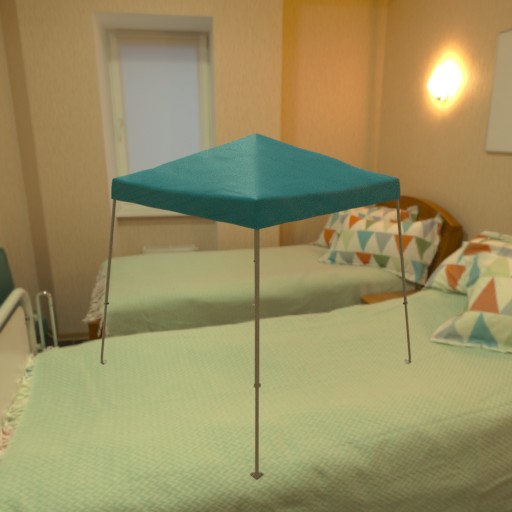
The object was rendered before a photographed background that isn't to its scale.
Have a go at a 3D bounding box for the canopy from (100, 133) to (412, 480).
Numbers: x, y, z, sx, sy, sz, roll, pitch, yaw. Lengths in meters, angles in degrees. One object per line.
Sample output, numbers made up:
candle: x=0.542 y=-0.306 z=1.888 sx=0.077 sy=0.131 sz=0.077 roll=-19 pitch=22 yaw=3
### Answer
canopy: x=0.000 y=0.000 z=6.745 sx=3.600 sy=3.600 sz=3.599 roll=15 pitch=22 yaw=43
